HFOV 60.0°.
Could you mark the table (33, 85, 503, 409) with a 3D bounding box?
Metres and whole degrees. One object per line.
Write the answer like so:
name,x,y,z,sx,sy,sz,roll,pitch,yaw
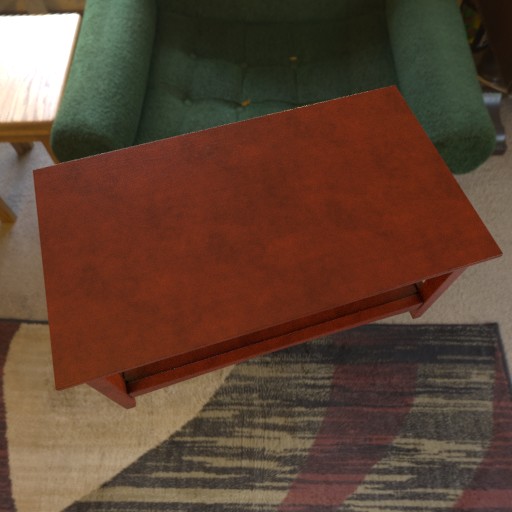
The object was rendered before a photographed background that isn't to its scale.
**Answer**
table,0.000,0.000,1.199,0.943,0.456,0.533,-16,64,-8
